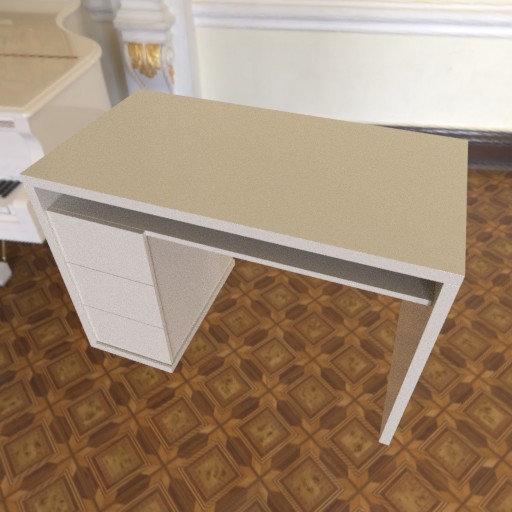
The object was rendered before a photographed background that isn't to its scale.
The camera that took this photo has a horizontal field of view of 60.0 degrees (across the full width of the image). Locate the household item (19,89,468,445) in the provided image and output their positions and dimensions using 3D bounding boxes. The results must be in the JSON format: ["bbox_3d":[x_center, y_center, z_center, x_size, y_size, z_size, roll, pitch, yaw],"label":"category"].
[{"bbox_3d":[0.000,0.000,1.477,1.100,0.749,0.597,14,44,15],"label":"household item"}]
